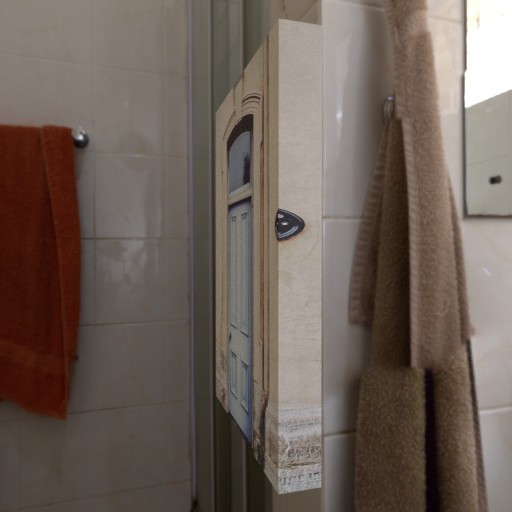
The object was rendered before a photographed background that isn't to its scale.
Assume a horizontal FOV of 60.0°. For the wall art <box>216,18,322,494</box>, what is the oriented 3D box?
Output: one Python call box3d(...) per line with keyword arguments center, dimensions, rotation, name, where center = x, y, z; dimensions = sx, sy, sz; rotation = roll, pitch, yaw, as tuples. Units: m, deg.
box3d(center=(0.000, 0.000, 0.482), dimensions=(0.038, 0.381, 0.254), rotation=(0, 1, -17), name="wall art")
